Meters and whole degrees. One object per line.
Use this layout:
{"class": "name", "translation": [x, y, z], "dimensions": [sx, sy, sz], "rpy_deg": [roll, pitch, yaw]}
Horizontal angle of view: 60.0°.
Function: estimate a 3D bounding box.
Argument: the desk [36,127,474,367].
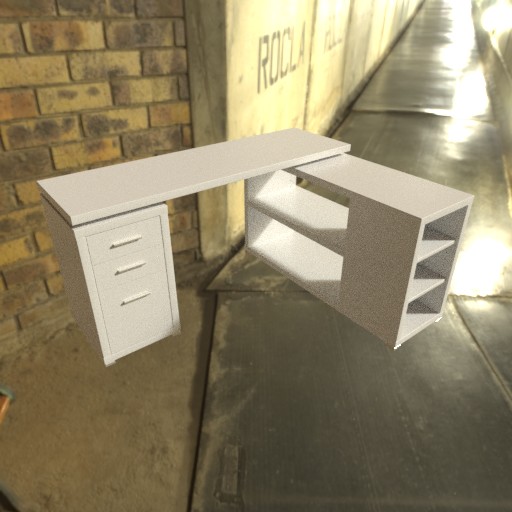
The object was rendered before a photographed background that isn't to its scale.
{"class": "desk", "translation": [0.000, 0.000, 2.134], "dimensions": [1.524, 0.753, 1.200], "rpy_deg": [-21, 36, -32]}
